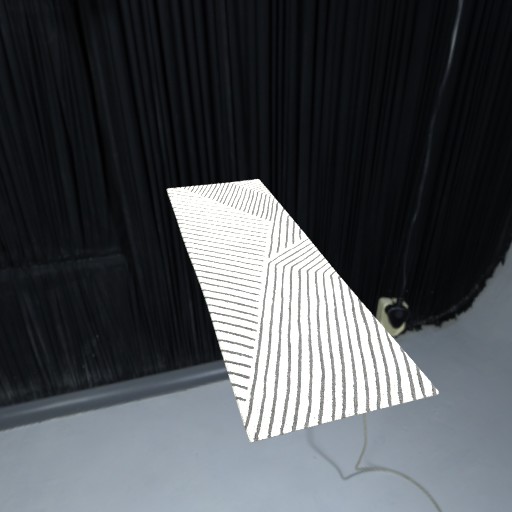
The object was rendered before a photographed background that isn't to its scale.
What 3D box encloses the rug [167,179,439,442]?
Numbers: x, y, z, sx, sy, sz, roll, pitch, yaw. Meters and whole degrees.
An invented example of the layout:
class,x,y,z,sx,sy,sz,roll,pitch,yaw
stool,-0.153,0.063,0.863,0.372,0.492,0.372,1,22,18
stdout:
class,x,y,z,sx,sy,sz,roll,pitch,yaw
rug,0.000,0.000,2.638,0.773,0.020,2.439,-9,31,-14
